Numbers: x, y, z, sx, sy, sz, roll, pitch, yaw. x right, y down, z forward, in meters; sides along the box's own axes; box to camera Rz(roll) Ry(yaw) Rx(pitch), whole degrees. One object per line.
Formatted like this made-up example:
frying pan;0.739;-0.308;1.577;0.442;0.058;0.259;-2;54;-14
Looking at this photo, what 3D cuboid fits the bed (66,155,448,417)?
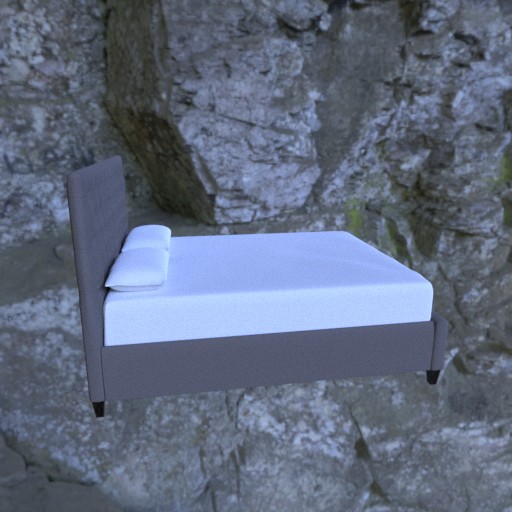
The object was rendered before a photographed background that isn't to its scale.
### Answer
bed;0.000;0.000;3.362;2.233;1.426;1.696;-3;16;-9
